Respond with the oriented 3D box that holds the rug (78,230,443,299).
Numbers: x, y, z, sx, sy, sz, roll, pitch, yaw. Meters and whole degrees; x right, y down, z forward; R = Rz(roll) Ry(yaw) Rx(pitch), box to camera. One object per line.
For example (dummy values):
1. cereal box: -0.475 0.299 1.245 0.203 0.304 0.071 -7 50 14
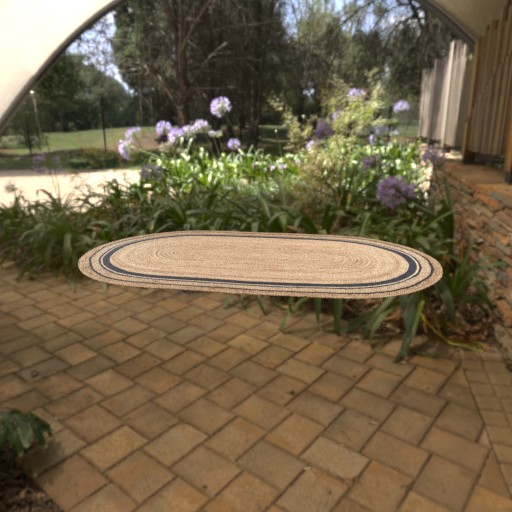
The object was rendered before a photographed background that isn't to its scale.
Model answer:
1. rug: 0.000 0.000 3.084 2.432 0.006 1.520 3 16 9
